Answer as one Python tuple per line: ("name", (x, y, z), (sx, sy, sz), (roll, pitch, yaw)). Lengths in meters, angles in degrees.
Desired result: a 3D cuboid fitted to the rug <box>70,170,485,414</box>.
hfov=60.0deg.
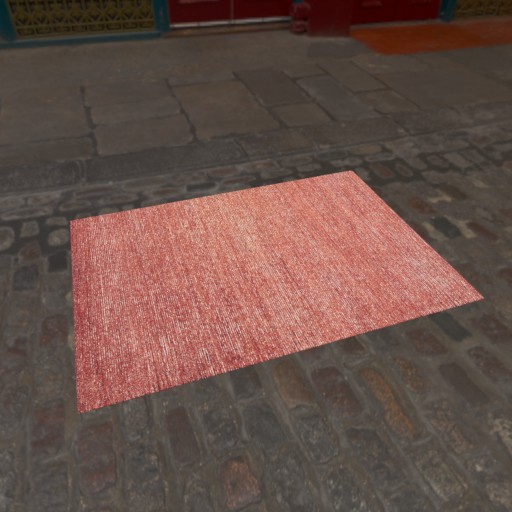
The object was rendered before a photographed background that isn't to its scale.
("rug", (0.000, 0.000, 5.036), (3.965, 0.025, 2.803), (-12, 41, -14))
